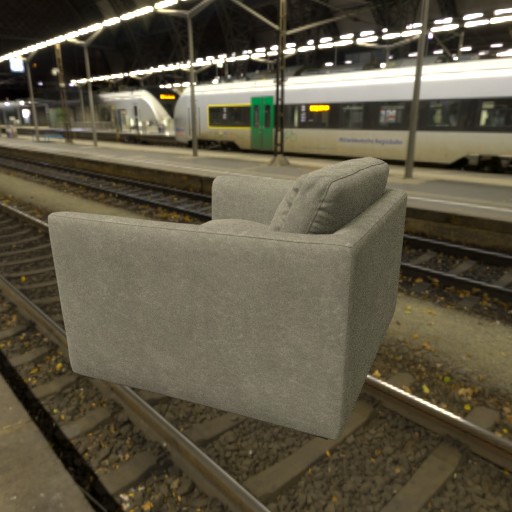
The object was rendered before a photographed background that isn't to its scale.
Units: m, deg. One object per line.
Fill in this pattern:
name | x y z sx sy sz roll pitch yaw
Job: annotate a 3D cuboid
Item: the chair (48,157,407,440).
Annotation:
chair | 0.000 0.000 1.895 1.091 0.845 1.190 8 19 24
